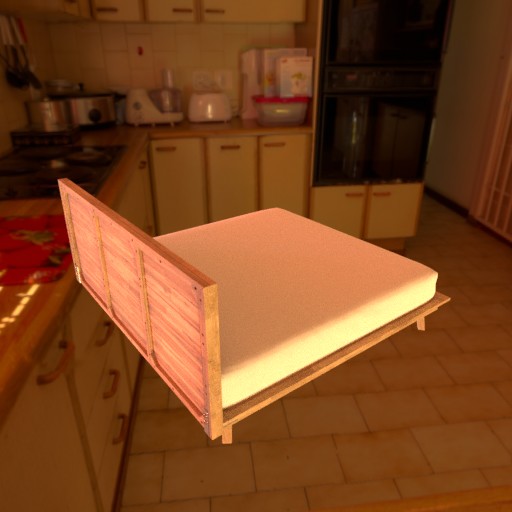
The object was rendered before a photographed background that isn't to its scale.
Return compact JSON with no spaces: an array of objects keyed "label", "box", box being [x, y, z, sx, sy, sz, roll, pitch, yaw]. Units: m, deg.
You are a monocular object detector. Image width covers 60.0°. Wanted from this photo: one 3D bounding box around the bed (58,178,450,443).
[{"label":"bed","box":[0.000,0.000,3.406,2.167,1.100,2.116,-18,30,-33]}]
